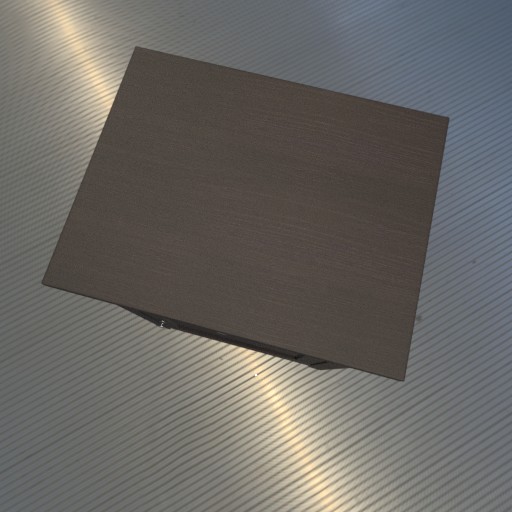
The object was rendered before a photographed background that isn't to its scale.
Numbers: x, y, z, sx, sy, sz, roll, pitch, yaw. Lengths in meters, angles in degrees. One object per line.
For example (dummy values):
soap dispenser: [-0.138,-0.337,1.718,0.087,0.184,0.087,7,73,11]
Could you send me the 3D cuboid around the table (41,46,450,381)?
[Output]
table: [0.000,0.000,0.917,0.480,0.635,0.381,14,75,4]
